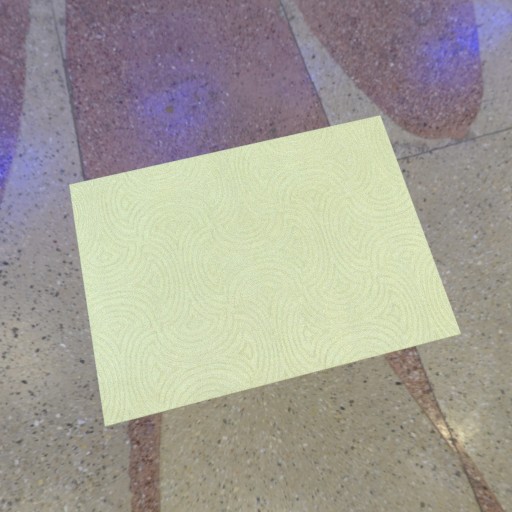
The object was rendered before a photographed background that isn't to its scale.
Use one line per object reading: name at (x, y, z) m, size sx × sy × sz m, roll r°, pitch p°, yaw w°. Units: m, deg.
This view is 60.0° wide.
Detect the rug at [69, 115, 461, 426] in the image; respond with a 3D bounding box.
rug at (0.000, 0.000, 2.763) m, size 2.132 × 0.015 × 1.526 m, roll -13°, pitch 75°, yaw -4°
